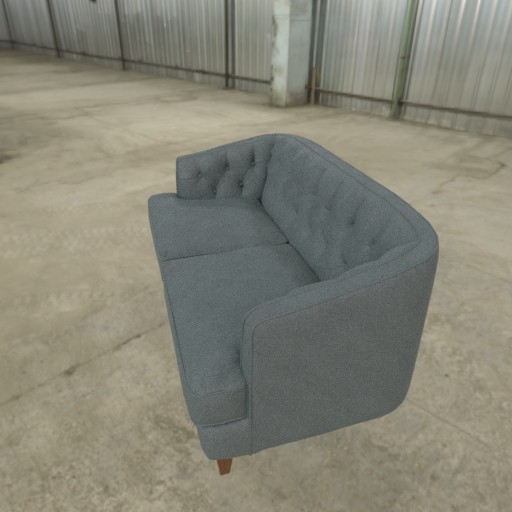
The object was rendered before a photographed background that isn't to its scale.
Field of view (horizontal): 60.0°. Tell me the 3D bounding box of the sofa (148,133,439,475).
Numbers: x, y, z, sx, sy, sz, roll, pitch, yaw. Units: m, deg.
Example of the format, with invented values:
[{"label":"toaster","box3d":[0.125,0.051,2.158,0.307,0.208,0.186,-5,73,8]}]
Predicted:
[{"label":"sofa","box3d":[0.000,0.000,2.176,0.941,0.855,1.733,-8,30,-14]}]
